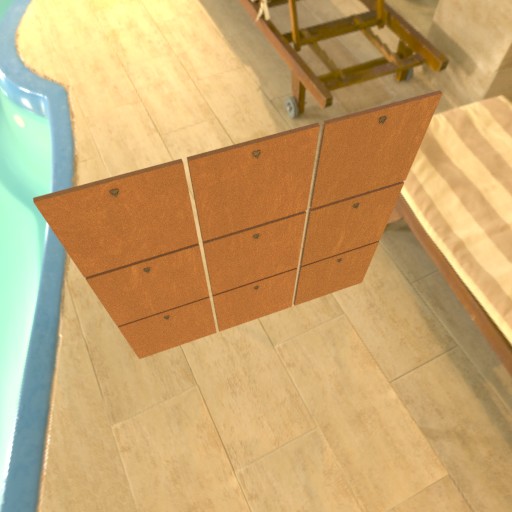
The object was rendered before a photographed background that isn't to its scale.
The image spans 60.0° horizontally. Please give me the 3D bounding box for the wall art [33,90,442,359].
[{"bbox_3d":[0.000,0.000,1.324,0.915,0.913,0.018,-18,60,-11],"label":"wall art"}]
